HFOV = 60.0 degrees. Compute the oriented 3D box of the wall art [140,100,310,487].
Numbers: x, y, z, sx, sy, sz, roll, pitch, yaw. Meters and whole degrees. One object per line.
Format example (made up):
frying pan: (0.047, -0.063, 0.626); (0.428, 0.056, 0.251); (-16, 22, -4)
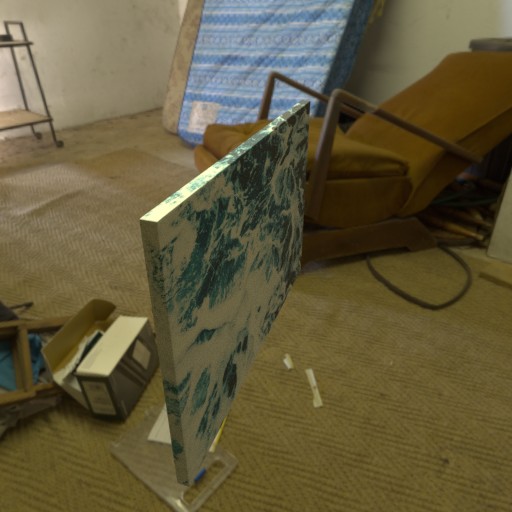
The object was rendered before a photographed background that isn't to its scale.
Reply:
wall art: (0.000, 0.000, 1.906); (0.055, 1.017, 1.524); (10, 31, 17)
